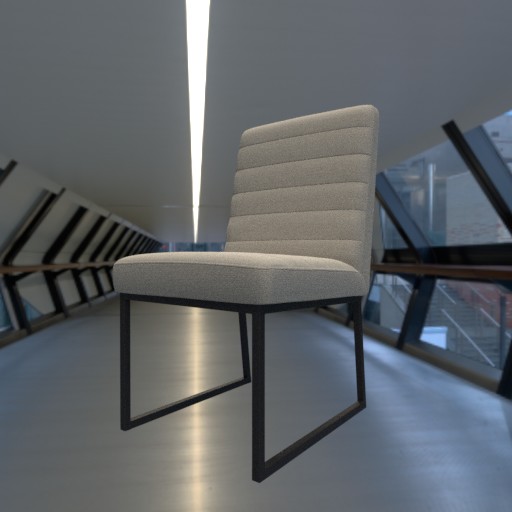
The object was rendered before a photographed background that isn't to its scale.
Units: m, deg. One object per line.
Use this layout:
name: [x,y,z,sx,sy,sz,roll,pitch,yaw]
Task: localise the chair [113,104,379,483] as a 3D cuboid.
chair: [0.000,0.000,1.285,0.520,0.930,0.634,0,1,37]
